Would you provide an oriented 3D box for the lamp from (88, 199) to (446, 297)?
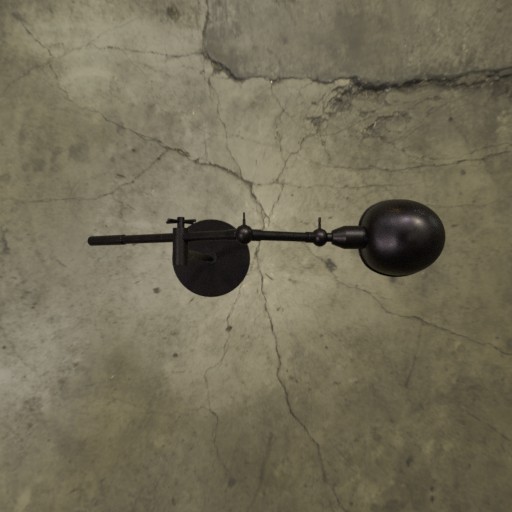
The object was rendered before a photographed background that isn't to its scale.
[{"bbox_3d":[0.000,0.000,0.834,0.567,0.495,0.185,0,89,1],"label":"lamp"}]
